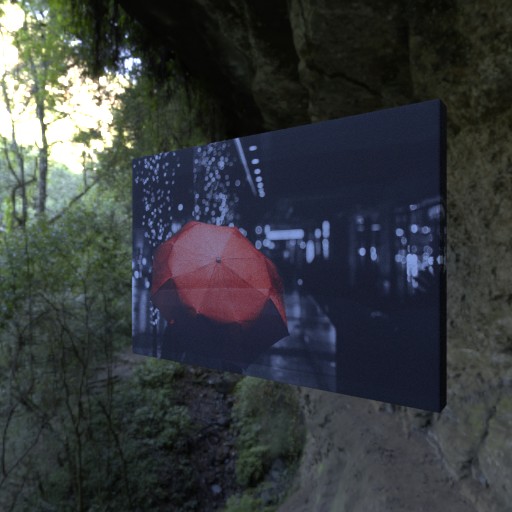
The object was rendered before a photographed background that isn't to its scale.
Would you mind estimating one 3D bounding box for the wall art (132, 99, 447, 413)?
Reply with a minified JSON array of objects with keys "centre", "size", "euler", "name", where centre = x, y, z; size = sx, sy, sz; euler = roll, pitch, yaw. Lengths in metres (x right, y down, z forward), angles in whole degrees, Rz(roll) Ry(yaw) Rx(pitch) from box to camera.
[{"centre":[0.000,0.000,0.762],"size":[0.609,0.406,0.037],"euler":[0,0,35],"name":"wall art"}]
